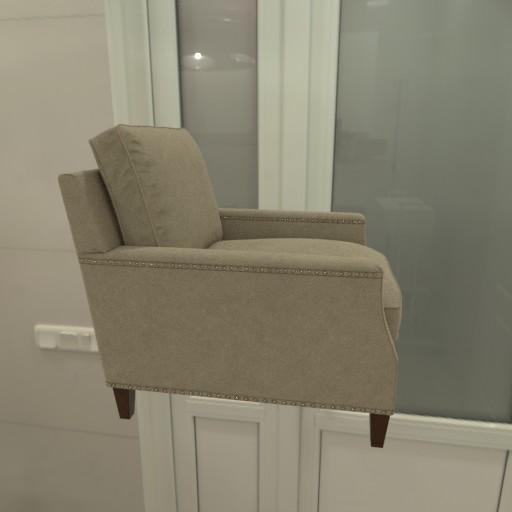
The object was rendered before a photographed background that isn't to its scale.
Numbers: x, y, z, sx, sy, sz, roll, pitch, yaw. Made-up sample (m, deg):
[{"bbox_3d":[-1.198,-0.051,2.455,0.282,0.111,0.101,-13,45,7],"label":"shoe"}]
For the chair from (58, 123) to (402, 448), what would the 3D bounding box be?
[{"bbox_3d":[0.000,0.000,1.666,1.014,0.943,0.853,3,15,9],"label":"chair"}]
